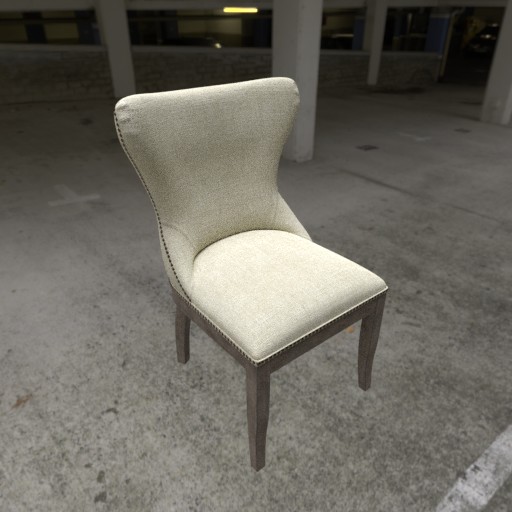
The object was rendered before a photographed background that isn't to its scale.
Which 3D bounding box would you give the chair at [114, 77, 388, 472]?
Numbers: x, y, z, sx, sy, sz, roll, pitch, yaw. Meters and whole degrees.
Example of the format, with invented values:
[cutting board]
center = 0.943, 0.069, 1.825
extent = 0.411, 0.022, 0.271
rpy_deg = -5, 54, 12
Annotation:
[chair]
center = 0.000, 0.000, 1.449
extent = 0.654, 1.002, 0.681
rpy_deg = -22, 37, -33
